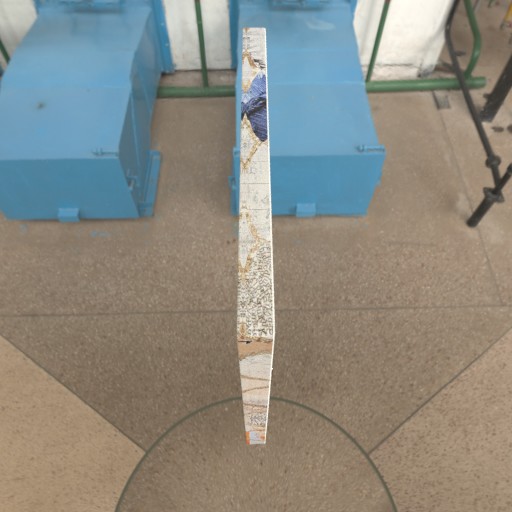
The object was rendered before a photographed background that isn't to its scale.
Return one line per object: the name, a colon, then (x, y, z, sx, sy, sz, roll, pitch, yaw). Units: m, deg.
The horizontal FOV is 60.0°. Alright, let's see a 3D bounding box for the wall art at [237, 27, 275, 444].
wall art: (0.000, 0.000, 0.751, 0.038, 0.508, 0.507, 0, 57, 0)
